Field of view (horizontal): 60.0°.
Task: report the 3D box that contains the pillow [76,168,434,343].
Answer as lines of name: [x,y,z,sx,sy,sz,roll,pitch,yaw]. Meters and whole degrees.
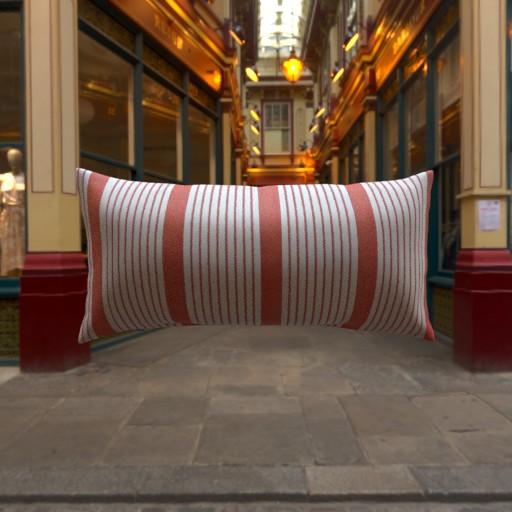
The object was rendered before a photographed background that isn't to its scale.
pillow: [0.000,0.000,0.750,0.608,0.297,0.151,0,1,0]
